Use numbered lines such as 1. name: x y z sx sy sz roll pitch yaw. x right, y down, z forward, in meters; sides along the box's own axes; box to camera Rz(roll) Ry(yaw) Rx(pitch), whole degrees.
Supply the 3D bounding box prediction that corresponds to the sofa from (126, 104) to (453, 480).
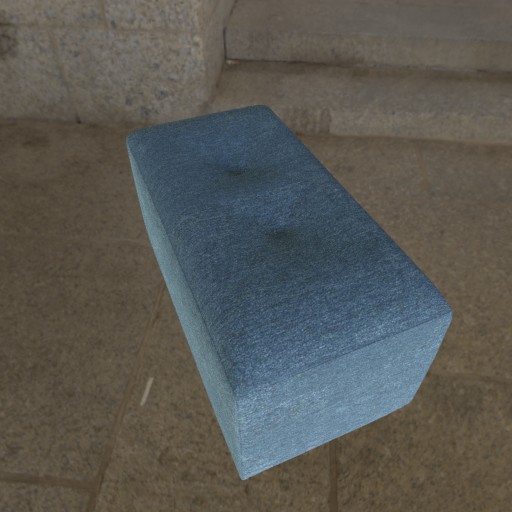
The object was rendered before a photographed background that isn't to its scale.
1. sofa: 0.000 0.000 1.214 0.480 0.470 0.930 -17 48 -16
